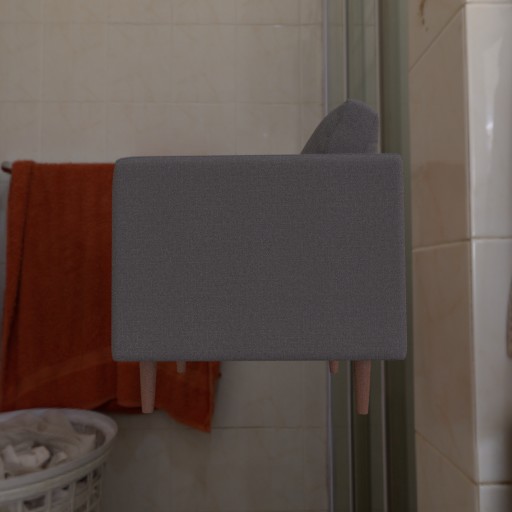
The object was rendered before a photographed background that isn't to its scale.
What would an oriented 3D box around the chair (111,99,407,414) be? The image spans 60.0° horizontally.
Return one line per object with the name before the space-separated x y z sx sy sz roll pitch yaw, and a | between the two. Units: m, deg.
chair | 0.000 0.000 1.563 0.800 0.927 0.854 0 -2 1
